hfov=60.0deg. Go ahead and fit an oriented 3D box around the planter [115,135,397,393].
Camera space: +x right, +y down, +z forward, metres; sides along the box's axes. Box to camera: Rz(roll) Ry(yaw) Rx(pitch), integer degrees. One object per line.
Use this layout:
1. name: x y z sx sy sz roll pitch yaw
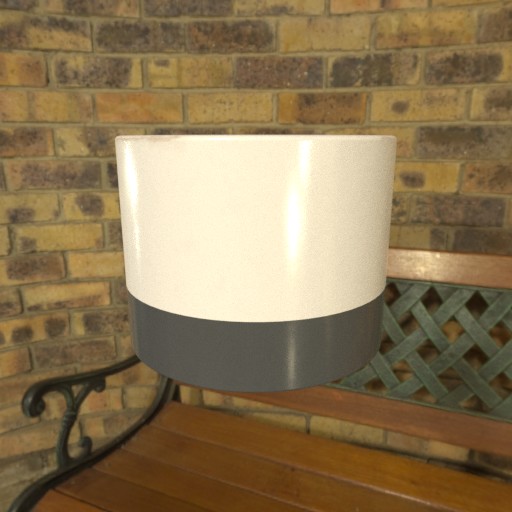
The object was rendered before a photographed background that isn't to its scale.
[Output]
1. planter: 0.000 0.000 0.339 0.193 0.177 0.193 0 15 0
